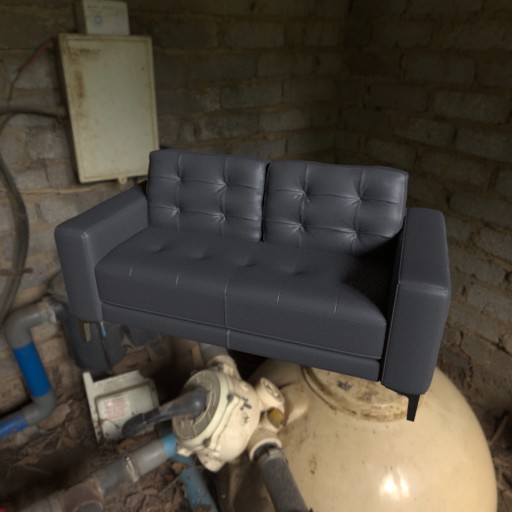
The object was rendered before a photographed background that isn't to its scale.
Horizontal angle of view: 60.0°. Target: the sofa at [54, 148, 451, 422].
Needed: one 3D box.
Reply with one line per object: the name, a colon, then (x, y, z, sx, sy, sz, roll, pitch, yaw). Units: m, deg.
sofa: (0.000, 0.000, 2.190, 1.726, 0.893, 0.833, 9, 28, 17)
